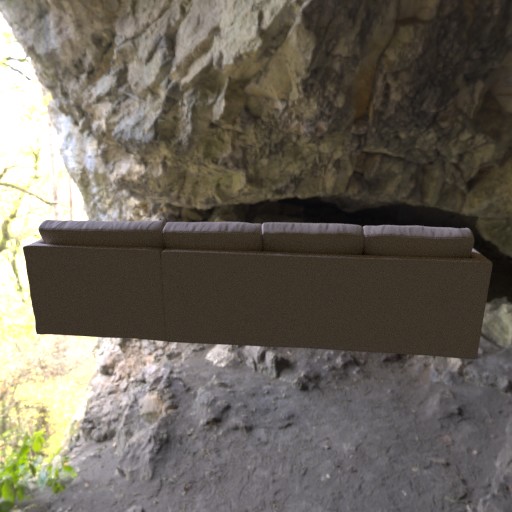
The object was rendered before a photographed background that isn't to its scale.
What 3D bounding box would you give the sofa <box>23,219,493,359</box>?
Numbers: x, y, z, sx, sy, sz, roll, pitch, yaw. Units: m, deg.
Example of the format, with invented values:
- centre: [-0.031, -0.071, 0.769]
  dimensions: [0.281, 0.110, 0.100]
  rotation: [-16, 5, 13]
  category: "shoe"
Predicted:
- centre: [0.000, 0.000, 3.787]
  dimensions: [3.206, 0.871, 1.622]
  rotation: [2, 17, 6]
  category: "sofa"
